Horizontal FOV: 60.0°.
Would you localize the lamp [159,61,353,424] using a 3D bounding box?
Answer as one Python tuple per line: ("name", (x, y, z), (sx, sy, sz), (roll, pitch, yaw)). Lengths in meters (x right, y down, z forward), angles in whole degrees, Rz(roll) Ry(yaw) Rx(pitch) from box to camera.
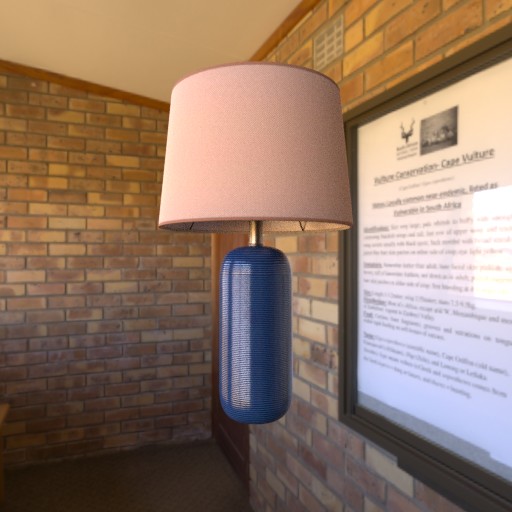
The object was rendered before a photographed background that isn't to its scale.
("lamp", (0.000, 0.000, 0.853), (0.367, 0.609, 0.367), (0, 0, 0))
